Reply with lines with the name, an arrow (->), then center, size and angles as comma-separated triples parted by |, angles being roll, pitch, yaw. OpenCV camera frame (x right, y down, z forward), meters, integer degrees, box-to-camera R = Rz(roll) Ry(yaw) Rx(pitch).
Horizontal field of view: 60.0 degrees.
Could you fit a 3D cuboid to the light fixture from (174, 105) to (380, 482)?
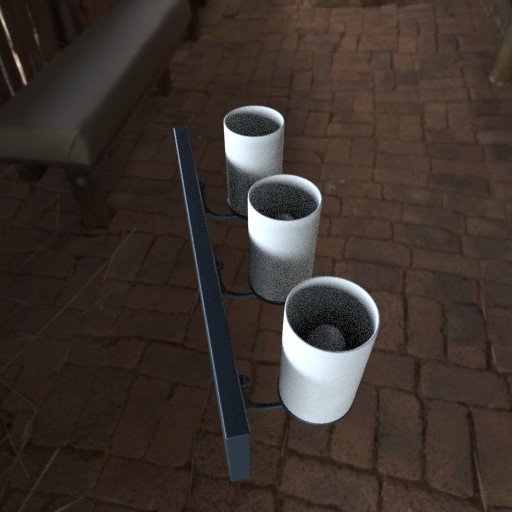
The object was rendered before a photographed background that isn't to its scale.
light fixture -> 0.000, 0.000, 0.531 | 0.145, 0.172, 0.451 | -9, 48, -8
